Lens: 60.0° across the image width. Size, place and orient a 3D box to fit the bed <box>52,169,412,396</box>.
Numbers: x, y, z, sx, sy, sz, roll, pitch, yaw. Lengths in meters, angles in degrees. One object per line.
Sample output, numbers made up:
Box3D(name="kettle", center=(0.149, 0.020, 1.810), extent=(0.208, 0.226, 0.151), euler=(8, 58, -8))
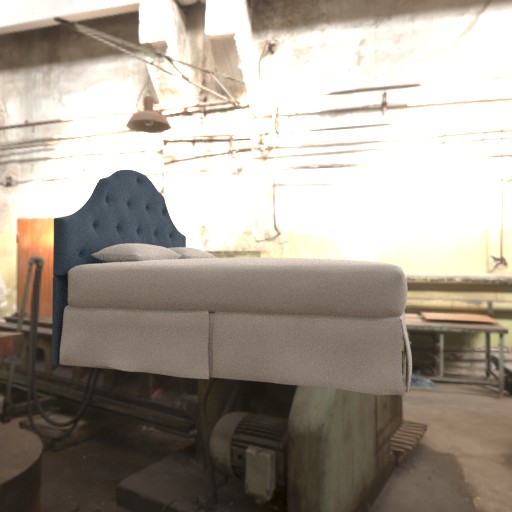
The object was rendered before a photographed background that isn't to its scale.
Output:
Box3D(name="bed", center=(0.000, 0.000, 3.769), extent=(2.477, 1.617, 2.039), euler=(0, -1, 18))
